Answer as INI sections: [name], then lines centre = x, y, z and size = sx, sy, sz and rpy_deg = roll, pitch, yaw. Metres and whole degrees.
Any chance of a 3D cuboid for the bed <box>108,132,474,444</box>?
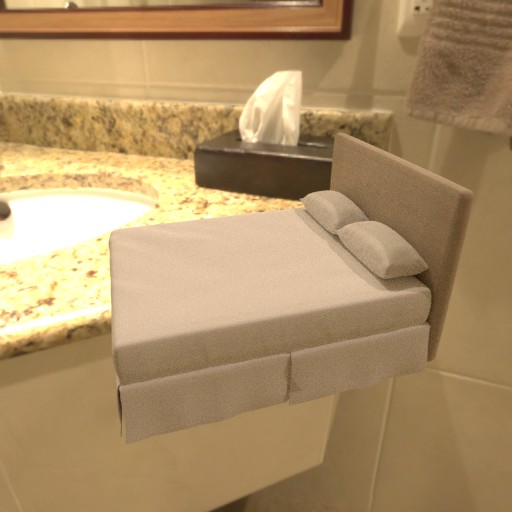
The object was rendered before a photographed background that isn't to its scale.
[bed]
centre = 0.000, 0.000, 3.230
size = 2.162, 1.330, 1.713
rpy_deg = -8, 29, -15
